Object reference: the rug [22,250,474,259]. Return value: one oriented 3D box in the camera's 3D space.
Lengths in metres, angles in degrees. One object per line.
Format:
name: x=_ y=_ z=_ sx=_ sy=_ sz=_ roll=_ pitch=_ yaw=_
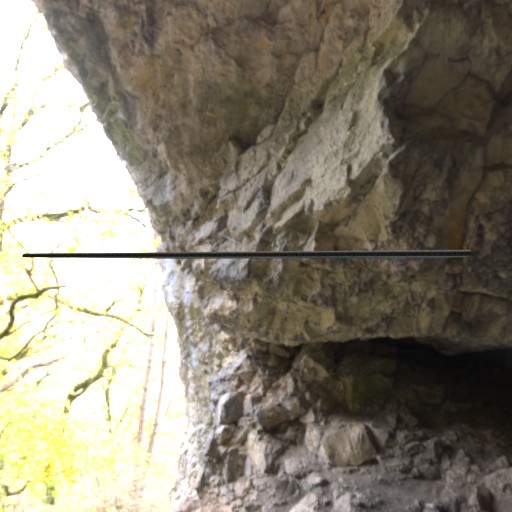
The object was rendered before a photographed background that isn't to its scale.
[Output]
rug: x=0.000 y=0.000 z=2.961 sx=2.450 sy=0.027 sz=1.540 roll=0 pitch=-1 yaw=18
